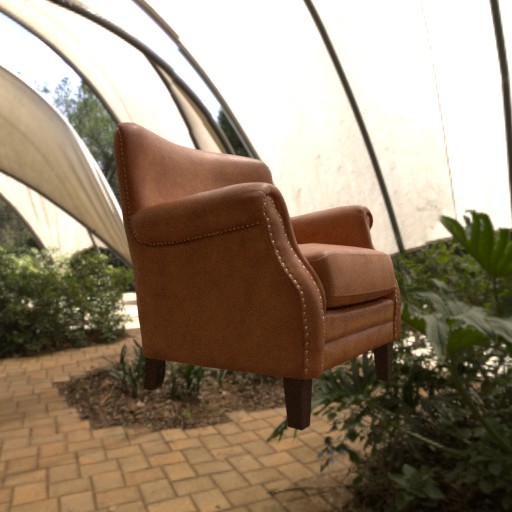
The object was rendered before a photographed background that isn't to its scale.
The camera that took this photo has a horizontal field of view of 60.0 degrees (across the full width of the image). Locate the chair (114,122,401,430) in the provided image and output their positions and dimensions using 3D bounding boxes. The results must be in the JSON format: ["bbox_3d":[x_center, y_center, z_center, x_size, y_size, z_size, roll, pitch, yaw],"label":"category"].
[{"bbox_3d":[0.000,0.000,1.658,0.921,0.936,0.861,0,0,36],"label":"chair"}]
